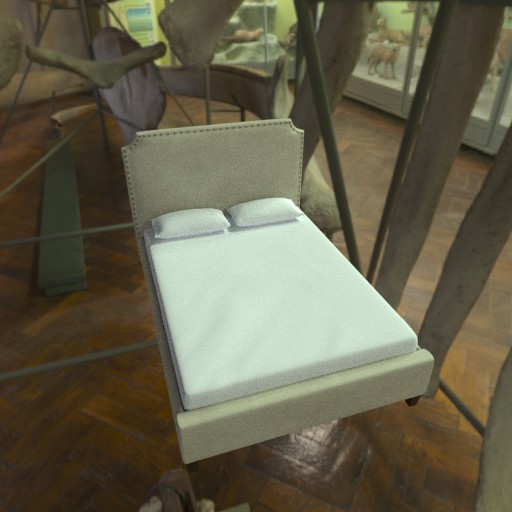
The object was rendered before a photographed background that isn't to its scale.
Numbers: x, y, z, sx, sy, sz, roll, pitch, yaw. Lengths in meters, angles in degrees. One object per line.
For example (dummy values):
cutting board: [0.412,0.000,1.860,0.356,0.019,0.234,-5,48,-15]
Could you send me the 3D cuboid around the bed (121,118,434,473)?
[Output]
bed: [0.000,0.000,3.463,1.712,1.443,2.372,-10,34,-15]
